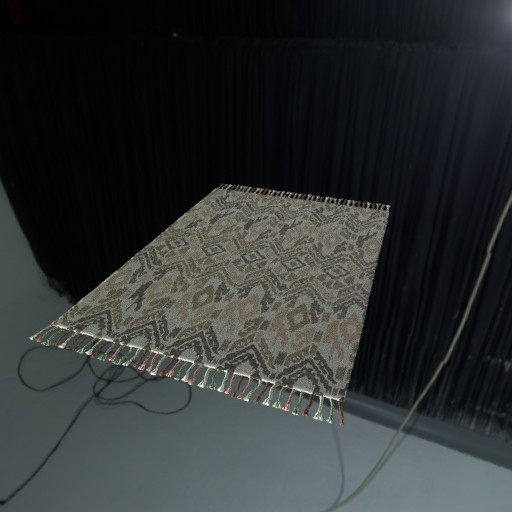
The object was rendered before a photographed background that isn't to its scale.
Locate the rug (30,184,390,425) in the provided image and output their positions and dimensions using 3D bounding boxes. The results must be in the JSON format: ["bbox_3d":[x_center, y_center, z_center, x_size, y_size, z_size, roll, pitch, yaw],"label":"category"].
[{"bbox_3d":[0.000,0.000,2.281,1.219,0.008,1.829,10,31,17],"label":"rug"}]
